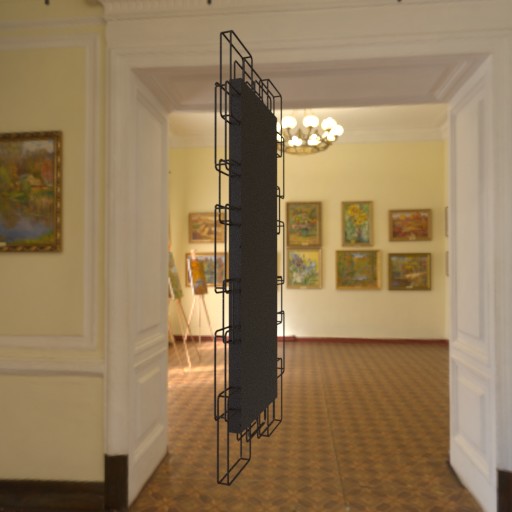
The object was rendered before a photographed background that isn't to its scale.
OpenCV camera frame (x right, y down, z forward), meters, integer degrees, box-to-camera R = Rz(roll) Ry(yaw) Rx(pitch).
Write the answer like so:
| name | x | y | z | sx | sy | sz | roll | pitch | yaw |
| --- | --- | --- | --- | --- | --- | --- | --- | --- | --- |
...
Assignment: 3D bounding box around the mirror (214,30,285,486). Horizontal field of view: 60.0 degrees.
| name | x | y | z | sx | sy | sz | roll | pitch | yaw |
| --- | --- | --- | --- | --- | --- | --- | --- | --- | --- |
| mirror | 0.000 | 0.000 | 1.395 | 0.037 | 1.192 | 0.565 | 0 | -1 | 19 |
